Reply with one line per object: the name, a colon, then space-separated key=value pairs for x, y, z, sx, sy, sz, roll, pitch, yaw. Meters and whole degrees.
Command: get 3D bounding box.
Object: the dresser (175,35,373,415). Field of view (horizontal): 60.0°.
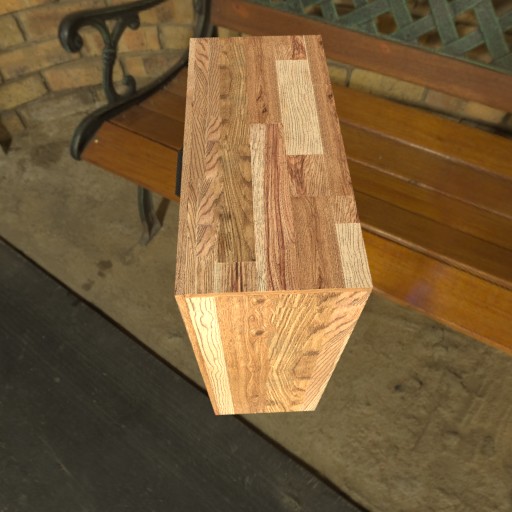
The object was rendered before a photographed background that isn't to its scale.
dresser: x=0.000 y=0.000 z=1.762 sx=0.480 sy=1.243 sz=0.966 roll=-2 pitch=58 yaw=-1
